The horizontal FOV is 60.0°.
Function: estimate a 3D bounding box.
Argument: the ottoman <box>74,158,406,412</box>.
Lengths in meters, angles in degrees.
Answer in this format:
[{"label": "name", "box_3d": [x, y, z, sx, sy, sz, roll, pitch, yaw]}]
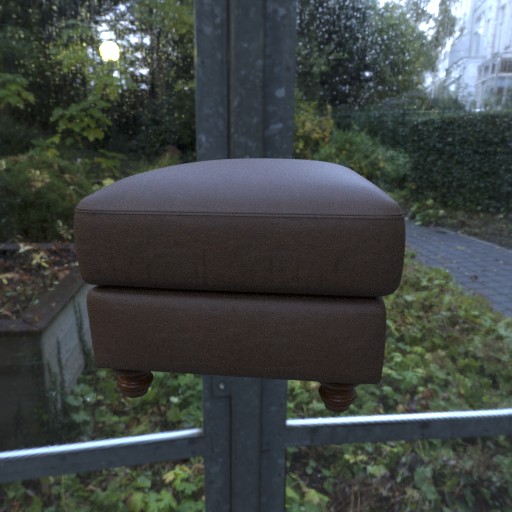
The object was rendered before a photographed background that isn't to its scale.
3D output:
[{"label": "ottoman", "box_3d": [0.000, 0.000, 1.188, 0.635, 0.508, 0.787, 2, 14, 7]}]
